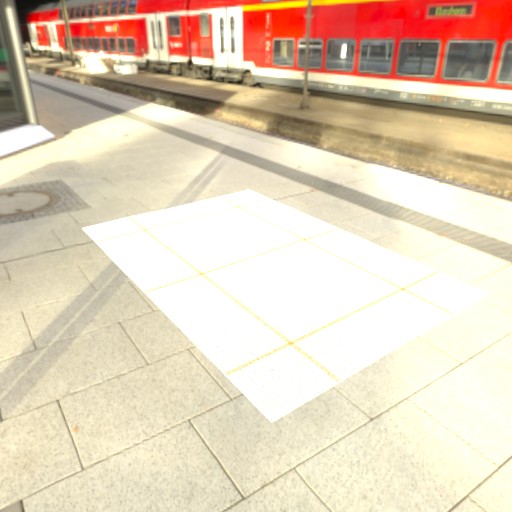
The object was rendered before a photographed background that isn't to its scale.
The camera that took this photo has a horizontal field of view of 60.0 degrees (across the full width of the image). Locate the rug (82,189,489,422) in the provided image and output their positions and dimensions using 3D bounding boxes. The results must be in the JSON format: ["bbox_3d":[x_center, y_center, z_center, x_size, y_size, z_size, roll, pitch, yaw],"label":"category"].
[{"bbox_3d":[0.000,0.000,2.301,1.232,0.015,1.825,-18,32,-32],"label":"rug"}]
